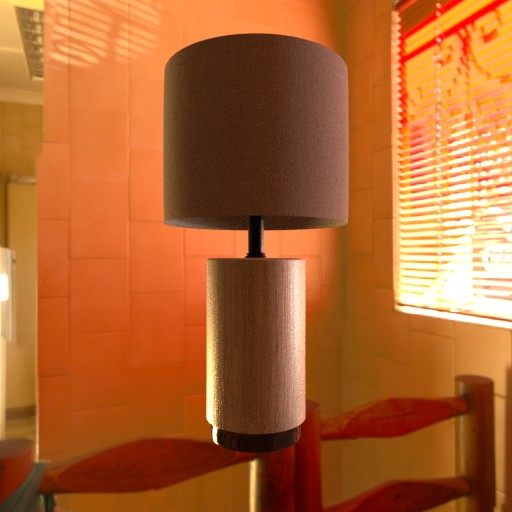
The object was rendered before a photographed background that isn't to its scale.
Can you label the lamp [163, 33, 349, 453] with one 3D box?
[{"bbox_3d":[0.000,0.000,0.555,0.228,0.444,0.228,0,-1,37],"label":"lamp"}]
